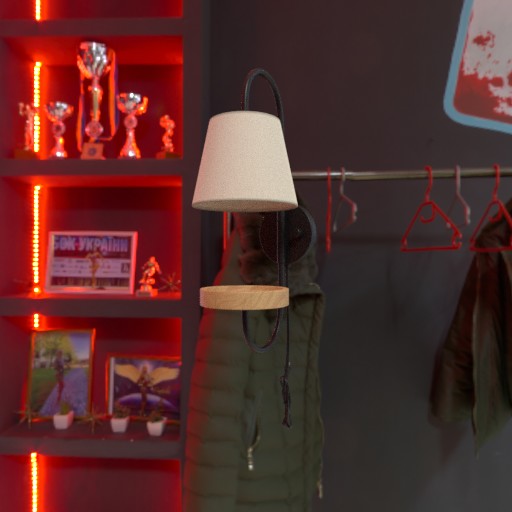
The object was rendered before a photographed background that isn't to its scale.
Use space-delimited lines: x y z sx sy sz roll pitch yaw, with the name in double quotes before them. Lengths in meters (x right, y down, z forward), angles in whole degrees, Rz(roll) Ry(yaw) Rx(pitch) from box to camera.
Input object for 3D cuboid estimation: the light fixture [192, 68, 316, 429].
"light fixture" 0.000 0.000 0.957 0.220 0.821 0.299 0 0 36
